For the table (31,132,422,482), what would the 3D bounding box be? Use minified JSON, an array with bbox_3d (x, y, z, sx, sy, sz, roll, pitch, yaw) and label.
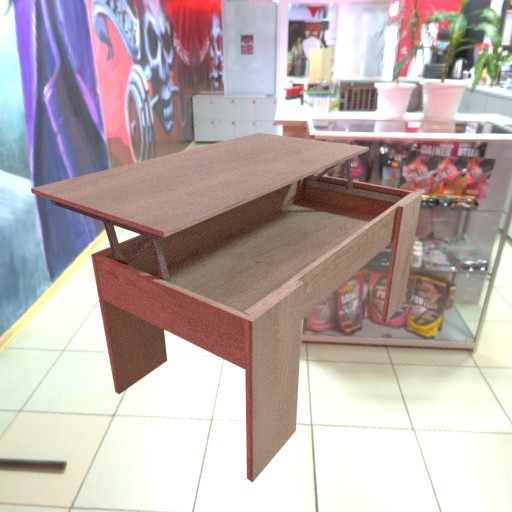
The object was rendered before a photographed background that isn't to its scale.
[{"bbox_3d":[0.000,0.000,1.440,0.711,0.570,1.000,18,31,32],"label":"table"}]
